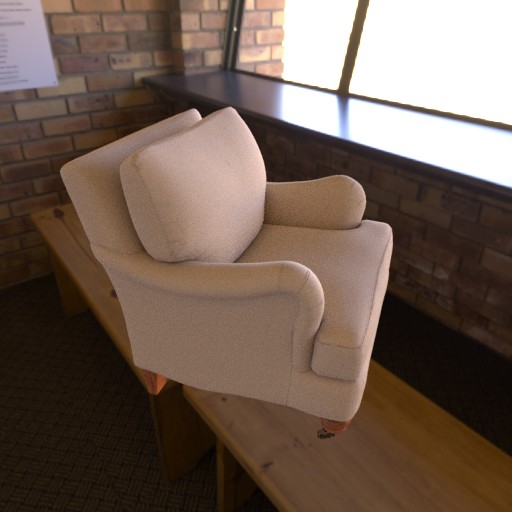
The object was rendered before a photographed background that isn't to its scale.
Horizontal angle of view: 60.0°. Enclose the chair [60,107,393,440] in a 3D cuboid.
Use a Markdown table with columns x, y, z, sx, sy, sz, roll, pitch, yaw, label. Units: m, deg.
| x | y | z | sx | sy | sz | roll | pitch | yaw | label |
| --- | --- | --- | --- | --- | --- | --- | --- | --- | --- |
| 0.000 | 0.000 | 1.865 | 1.070 | 1.038 | 0.955 | 11 | 32 | 18 | chair |
